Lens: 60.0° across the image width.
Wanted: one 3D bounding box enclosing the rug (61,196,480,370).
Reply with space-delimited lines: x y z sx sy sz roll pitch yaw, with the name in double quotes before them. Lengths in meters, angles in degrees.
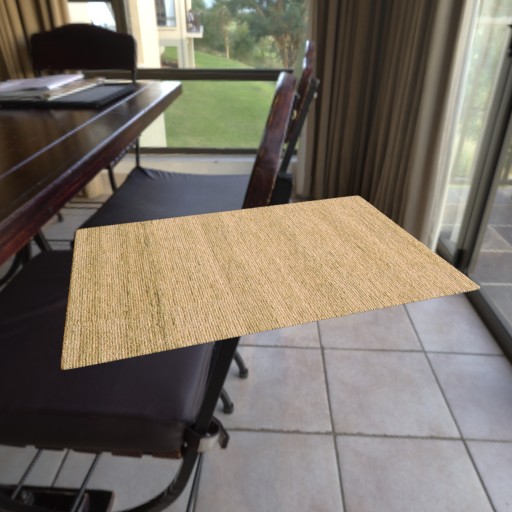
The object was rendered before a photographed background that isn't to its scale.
"rug" 0.000 0.000 2.226 1.758 0.010 1.143 -9 31 -15
